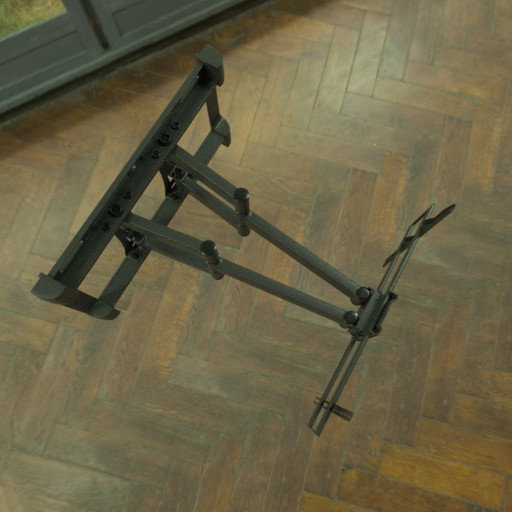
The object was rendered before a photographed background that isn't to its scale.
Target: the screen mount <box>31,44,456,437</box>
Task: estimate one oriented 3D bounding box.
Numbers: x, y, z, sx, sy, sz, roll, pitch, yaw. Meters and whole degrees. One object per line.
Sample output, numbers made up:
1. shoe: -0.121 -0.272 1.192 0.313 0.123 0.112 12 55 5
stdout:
1. screen mount: 0.000 0.000 0.942 0.556 0.424 0.571 29 77 7
